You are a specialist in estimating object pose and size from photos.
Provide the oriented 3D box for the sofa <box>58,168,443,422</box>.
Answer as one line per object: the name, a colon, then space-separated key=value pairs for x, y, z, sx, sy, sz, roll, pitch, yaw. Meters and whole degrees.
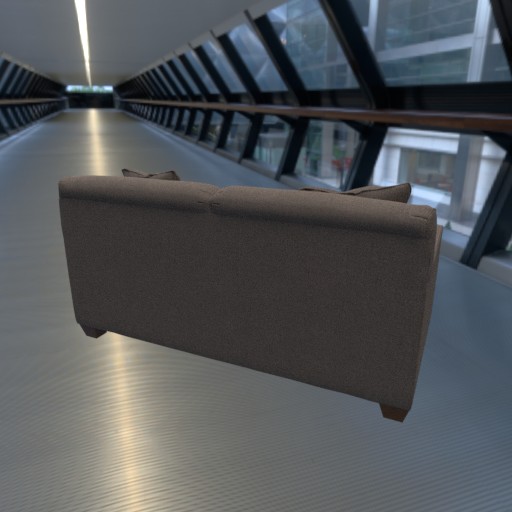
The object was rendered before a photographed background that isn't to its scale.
sofa: x=0.000 y=0.000 z=2.447 sx=1.846 sy=0.958 sz=1.000 roll=8 pitch=20 yaw=24
